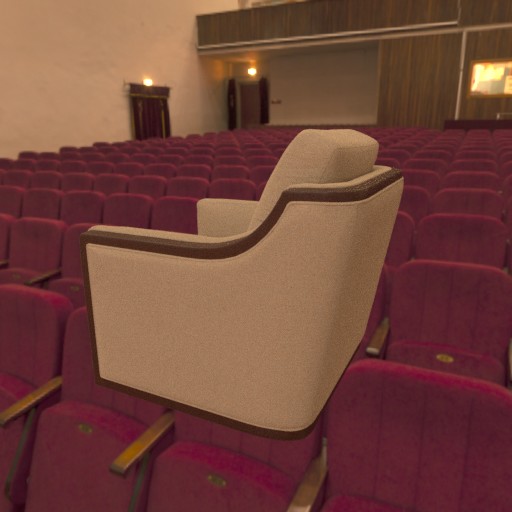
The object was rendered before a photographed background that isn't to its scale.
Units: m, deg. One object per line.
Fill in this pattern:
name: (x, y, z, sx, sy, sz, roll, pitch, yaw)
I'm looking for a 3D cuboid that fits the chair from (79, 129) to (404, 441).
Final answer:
chair: (0.000, 0.000, 1.690, 0.950, 0.930, 0.870, 8, 18, 25)
